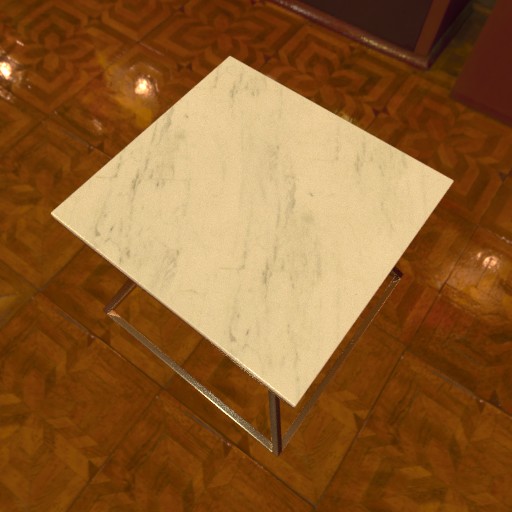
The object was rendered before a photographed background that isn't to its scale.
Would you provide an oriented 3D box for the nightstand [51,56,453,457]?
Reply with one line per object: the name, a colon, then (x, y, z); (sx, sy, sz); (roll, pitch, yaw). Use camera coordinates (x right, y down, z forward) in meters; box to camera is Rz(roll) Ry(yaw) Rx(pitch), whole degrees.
nightstand: (0.000, 0.000, 0.882); (0.513, 0.426, 0.514); (35, 69, 15)
